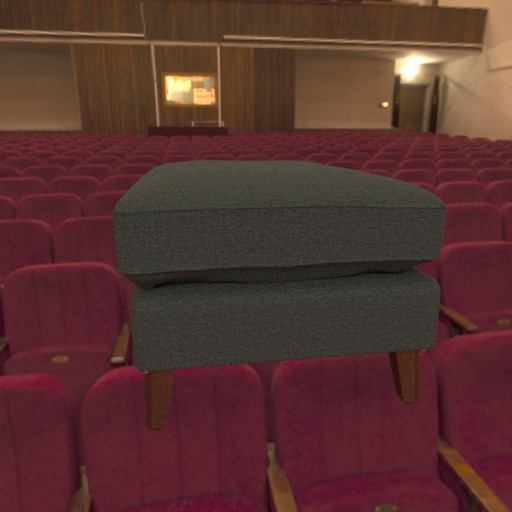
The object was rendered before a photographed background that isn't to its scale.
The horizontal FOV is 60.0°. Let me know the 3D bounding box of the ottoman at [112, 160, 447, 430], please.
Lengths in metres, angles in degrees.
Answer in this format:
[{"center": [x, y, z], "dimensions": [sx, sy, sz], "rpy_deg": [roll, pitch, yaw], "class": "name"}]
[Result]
[{"center": [0.000, 0.000, 1.228], "dimensions": [0.629, 0.503, 0.835], "rpy_deg": [-2, 15, -9], "class": "ottoman"}]
